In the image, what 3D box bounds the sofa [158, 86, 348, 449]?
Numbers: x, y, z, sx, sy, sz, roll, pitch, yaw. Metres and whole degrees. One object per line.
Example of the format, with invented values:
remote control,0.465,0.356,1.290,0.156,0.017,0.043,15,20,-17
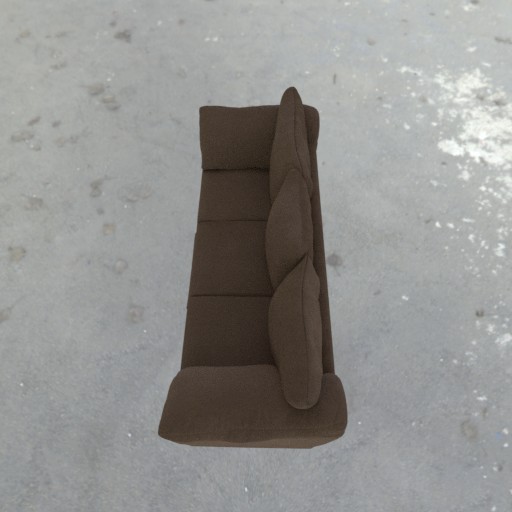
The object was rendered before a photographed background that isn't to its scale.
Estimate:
sofa,0.000,0.000,2.845,0.878,1.015,2.336,1,56,1
